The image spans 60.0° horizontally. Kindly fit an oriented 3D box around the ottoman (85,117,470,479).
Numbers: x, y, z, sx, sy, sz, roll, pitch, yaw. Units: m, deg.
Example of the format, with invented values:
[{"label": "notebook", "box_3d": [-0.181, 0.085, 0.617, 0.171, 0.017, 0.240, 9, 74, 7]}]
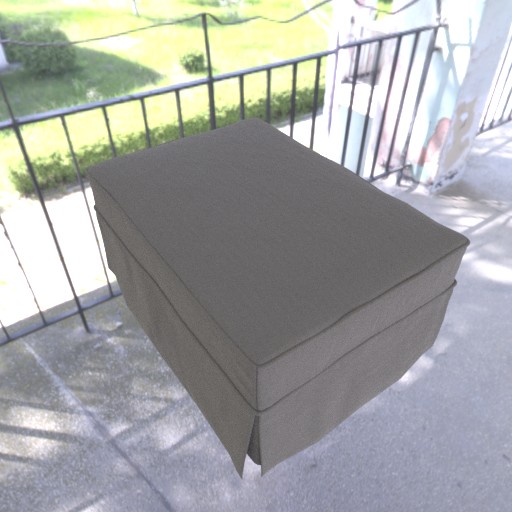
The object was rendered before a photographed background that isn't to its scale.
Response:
[{"label": "ottoman", "box_3d": [0.000, 0.000, 1.313, 0.703, 0.479, 0.944, -25, 46, -26]}]
